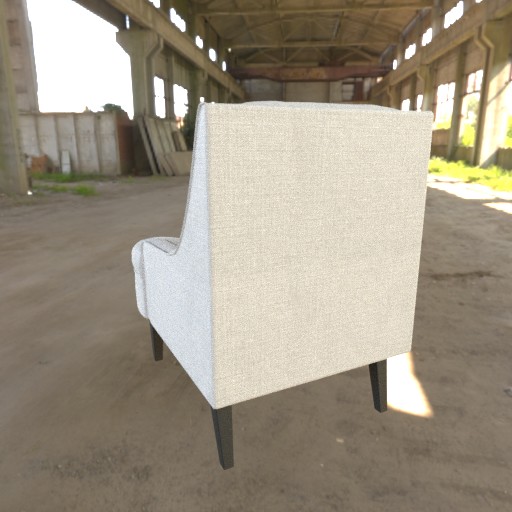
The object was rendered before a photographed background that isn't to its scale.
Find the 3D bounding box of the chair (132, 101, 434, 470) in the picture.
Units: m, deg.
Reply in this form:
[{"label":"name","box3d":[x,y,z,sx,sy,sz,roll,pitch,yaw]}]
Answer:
[{"label":"chair","box3d":[0.000,0.000,1.428,0.658,0.891,0.772,-8,17,-27]}]
